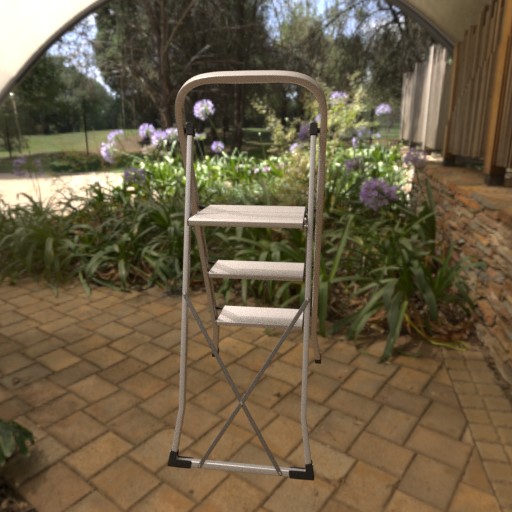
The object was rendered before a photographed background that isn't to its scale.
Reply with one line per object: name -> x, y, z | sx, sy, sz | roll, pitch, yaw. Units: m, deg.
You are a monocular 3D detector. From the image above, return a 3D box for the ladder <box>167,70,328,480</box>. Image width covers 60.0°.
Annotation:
ladder -> 0.000, 0.000, 1.425 | 0.465, 1.070, 0.704 | 2, 15, 7
